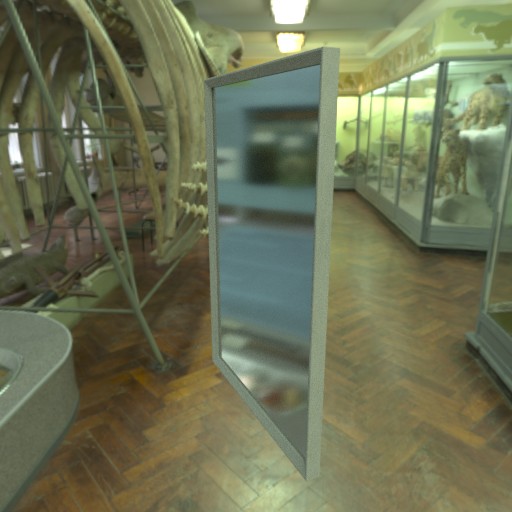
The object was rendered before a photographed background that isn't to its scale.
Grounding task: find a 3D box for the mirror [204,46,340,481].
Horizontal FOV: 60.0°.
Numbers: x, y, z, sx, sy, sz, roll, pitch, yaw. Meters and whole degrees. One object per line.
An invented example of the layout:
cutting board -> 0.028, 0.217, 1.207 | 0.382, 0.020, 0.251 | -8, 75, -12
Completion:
mirror -> 0.000, 0.000, 1.161 | 0.041, 0.915, 0.609 | -8, 18, -25
